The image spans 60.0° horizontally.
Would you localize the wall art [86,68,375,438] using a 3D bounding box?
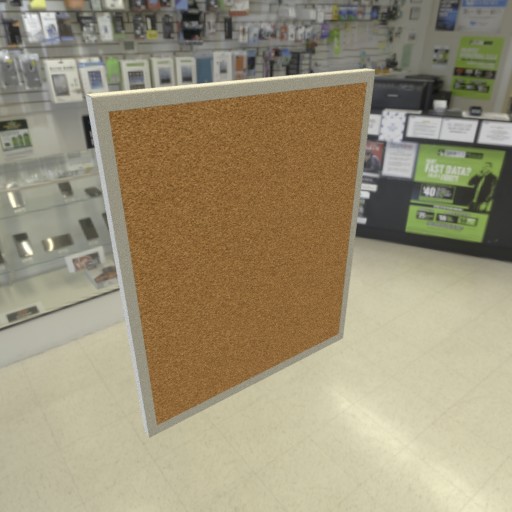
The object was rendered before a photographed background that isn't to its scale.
[{"bbox_3d":[0.000,0.000,0.720,0.444,0.536,0.020,-19,34,-30],"label":"wall art"}]
